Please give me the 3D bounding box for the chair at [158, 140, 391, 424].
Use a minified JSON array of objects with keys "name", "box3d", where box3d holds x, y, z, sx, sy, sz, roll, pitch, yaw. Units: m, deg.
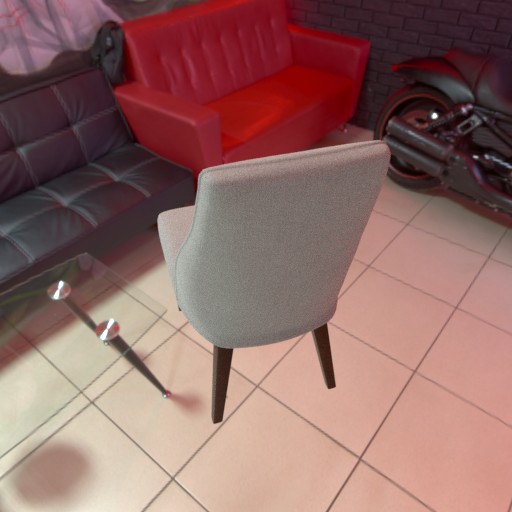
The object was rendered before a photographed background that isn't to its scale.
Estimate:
[{"name":"chair","box3d":[0.000,0.000,1.296,0.500,0.930,0.620,-12,43,-14]}]
